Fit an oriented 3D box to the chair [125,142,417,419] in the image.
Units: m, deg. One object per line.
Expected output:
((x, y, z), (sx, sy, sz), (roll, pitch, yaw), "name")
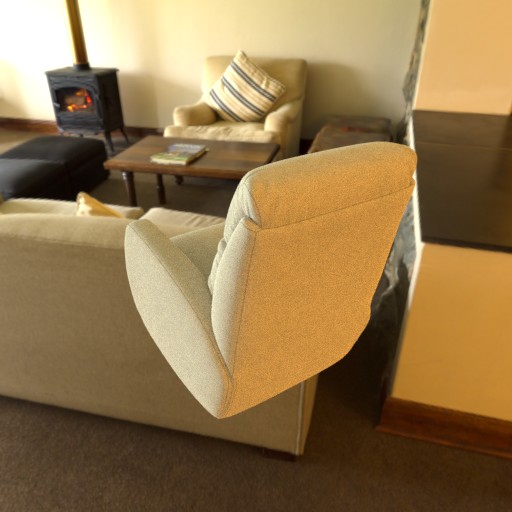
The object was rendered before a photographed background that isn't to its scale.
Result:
((0.000, 0.000, 1.739), (0.812, 1.015, 0.941), (-18, 35, -28), "chair")
